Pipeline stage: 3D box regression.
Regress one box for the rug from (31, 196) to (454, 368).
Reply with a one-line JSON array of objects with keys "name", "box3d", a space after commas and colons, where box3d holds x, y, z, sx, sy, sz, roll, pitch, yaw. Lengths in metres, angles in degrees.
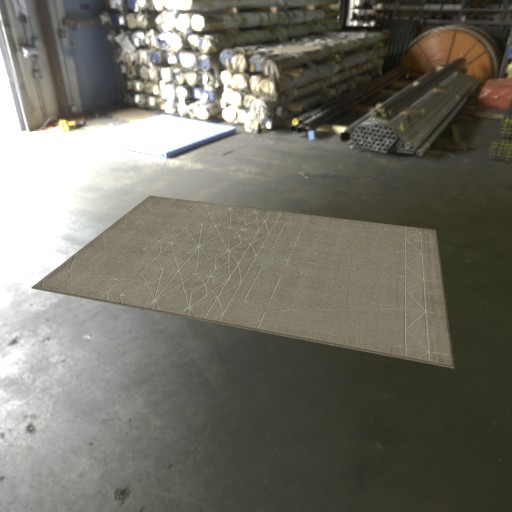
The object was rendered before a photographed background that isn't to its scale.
[{"name": "rug", "box3d": [0.000, 0.000, 3.065, 2.438, 0.012, 1.524, 8, 31, 14]}]
